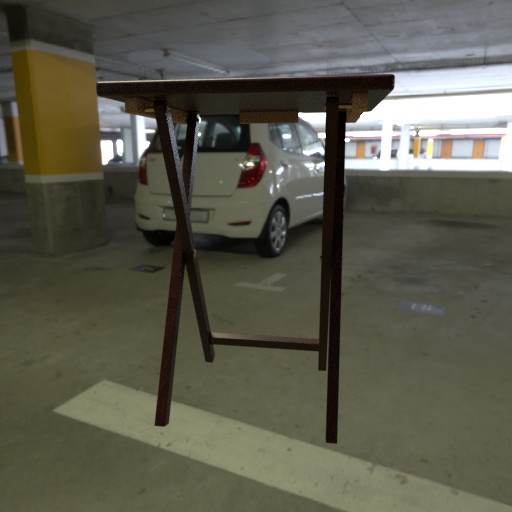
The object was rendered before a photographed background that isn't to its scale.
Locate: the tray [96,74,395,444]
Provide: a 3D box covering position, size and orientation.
[{"bbox_3d":[0.000,0.000,0.952,0.483,0.660,0.381,2,13,9],"label":"tray"}]
